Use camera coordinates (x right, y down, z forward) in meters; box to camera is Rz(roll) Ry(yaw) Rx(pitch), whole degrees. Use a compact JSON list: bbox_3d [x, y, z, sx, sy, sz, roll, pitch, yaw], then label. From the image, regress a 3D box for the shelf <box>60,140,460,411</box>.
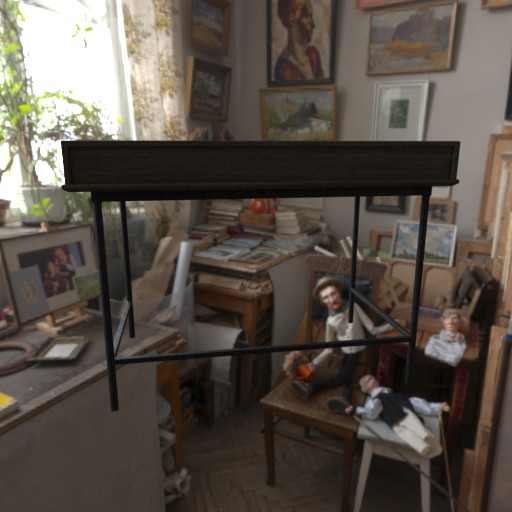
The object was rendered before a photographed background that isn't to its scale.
[{"bbox_3d":[0.000,0.000,1.731,1.212,0.865,0.685,-2,14,-9],"label":"shelf"}]
